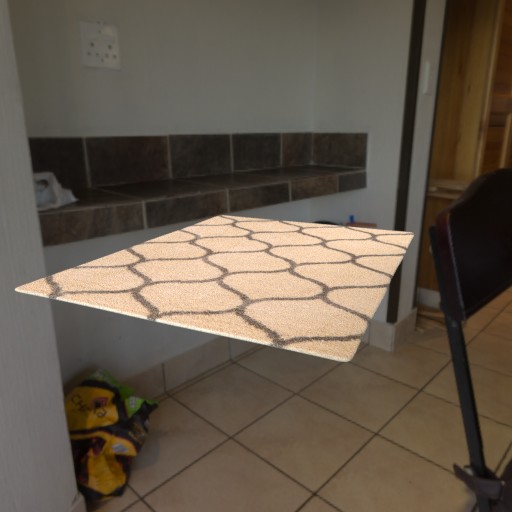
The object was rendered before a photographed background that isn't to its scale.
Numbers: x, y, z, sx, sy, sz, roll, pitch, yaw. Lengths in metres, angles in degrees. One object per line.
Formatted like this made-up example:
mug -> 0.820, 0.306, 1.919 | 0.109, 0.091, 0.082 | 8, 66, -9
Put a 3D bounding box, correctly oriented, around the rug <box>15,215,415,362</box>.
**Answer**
rug -> 0.000, 0.000, 3.953 | 2.399, 0.026, 3.000 | 7, 18, 24
